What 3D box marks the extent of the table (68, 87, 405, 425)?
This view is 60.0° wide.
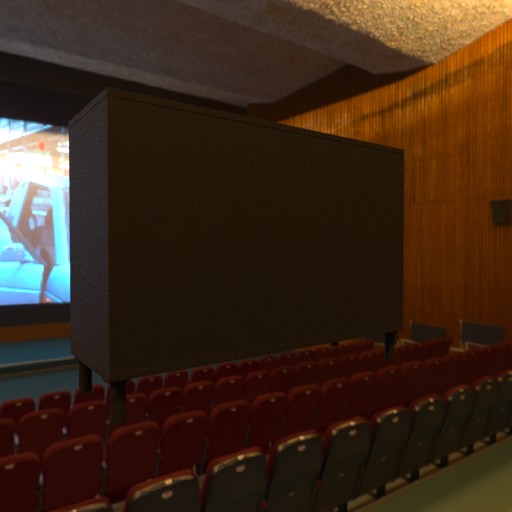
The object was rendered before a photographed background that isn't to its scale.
[{"bbox_3d":[0.000,0.000,1.615,1.200,0.855,0.400,-1,1,-36],"label":"table"}]
